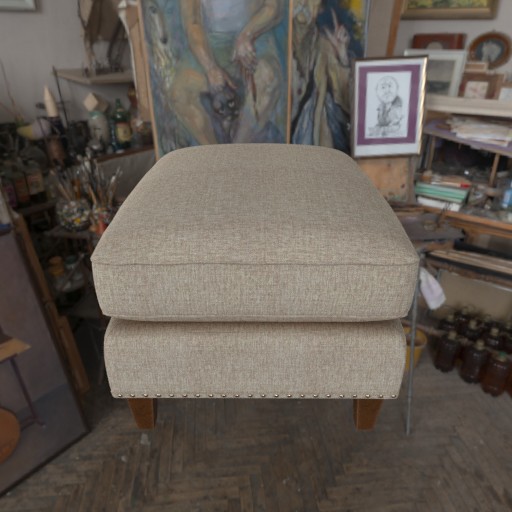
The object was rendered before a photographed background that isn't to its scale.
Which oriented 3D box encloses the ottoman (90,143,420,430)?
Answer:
[{"bbox_3d":[0.000,0.000,1.151,0.584,0.513,0.741,0,27,0],"label":"ottoman"}]
